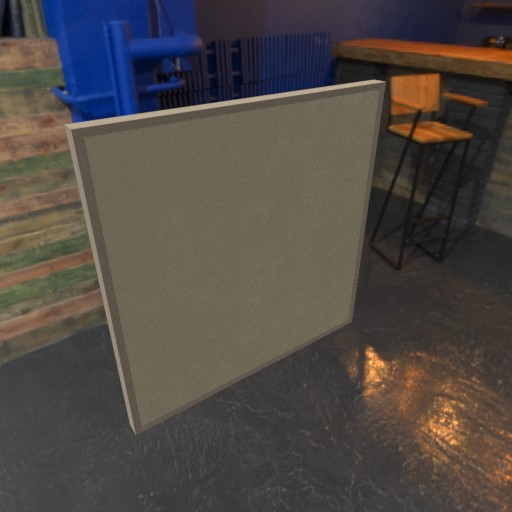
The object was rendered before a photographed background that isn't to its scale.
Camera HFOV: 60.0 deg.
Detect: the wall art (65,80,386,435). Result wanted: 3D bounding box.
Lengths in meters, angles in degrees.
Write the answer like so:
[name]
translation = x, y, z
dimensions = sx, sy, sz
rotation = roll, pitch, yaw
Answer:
[wall art]
translation = 0.000, 0.000, 1.114
dimensions = 0.761, 0.758, 0.038
rotation = -20, 36, -30
